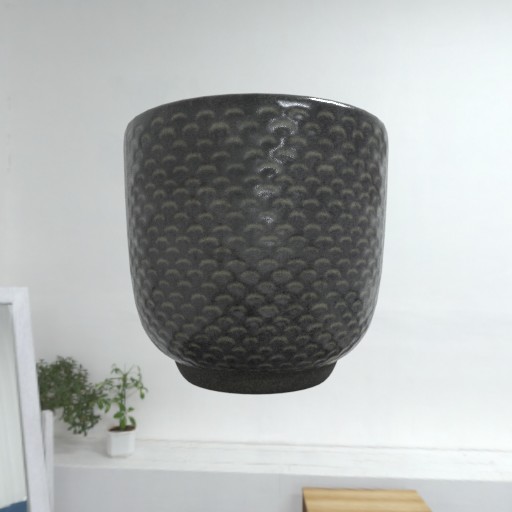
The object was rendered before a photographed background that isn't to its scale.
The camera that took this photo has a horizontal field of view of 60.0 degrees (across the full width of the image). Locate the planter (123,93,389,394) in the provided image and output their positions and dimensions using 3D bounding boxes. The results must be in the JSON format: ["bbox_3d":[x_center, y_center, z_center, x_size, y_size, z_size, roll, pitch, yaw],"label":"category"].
[{"bbox_3d":[0.000,0.000,0.243,0.140,0.129,0.140,0,0,0],"label":"planter"}]
